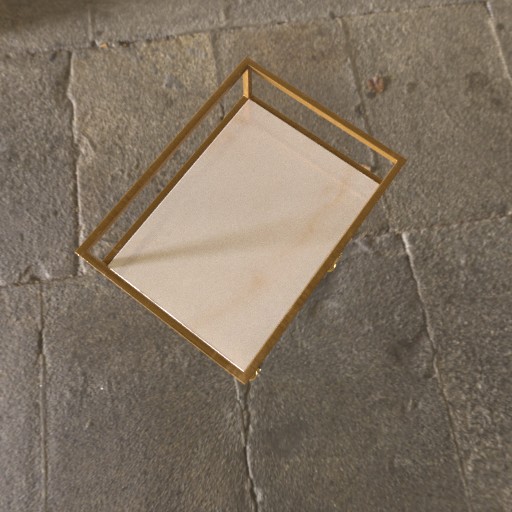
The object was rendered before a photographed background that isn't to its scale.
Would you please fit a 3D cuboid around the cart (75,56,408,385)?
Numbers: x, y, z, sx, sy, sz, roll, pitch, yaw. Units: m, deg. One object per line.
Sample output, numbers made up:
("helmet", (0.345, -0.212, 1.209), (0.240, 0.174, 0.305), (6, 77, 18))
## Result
("cart", (0.000, 0.000, 1.021), (0.332, 0.761, 0.483), (36, 78, 9))
